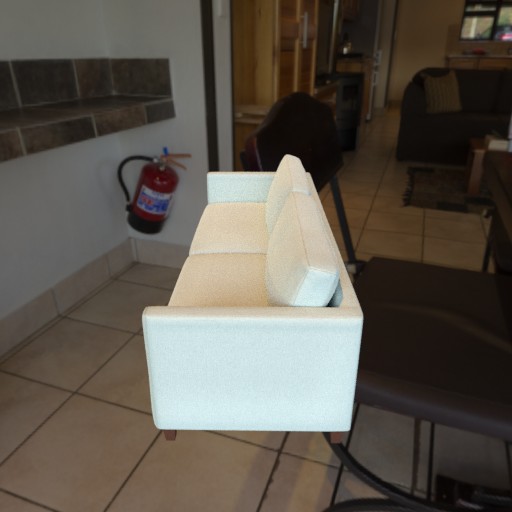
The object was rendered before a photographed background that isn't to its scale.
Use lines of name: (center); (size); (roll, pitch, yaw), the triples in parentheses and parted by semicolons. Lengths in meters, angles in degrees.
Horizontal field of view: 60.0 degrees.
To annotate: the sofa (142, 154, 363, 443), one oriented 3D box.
sofa: (0.000, 0.000, 3.016); (0.948, 0.965, 2.434); (0, 25, 1)
